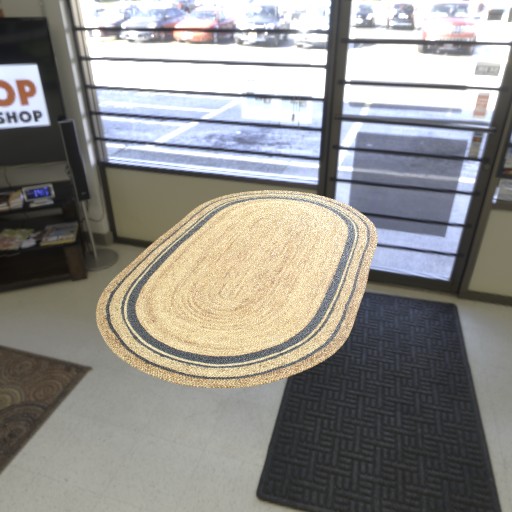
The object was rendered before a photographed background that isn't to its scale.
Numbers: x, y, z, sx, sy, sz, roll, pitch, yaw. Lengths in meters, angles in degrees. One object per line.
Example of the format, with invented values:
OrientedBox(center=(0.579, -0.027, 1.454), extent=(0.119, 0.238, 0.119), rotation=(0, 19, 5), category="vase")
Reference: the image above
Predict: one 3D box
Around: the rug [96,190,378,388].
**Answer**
OrientedBox(center=(0.000, 0.000, 3.035), extent=(1.520, 0.006, 2.432), rotation=(10, 32, 17), category="rug")
